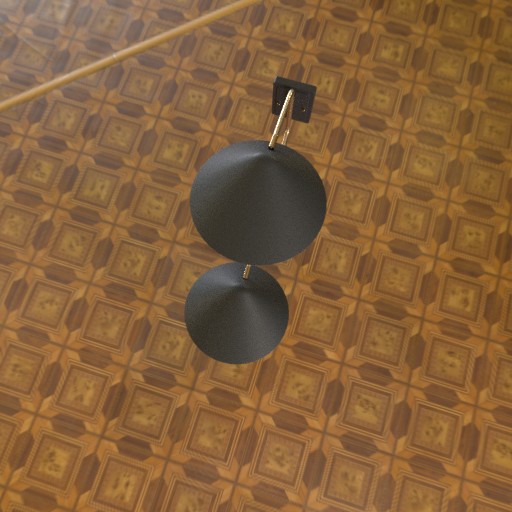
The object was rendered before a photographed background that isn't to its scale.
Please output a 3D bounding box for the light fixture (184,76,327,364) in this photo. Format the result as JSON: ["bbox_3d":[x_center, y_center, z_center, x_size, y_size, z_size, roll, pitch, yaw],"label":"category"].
[{"bbox_3d":[0.000,0.000,0.863,0.189,0.665,0.422,16,76,4],"label":"light fixture"}]
